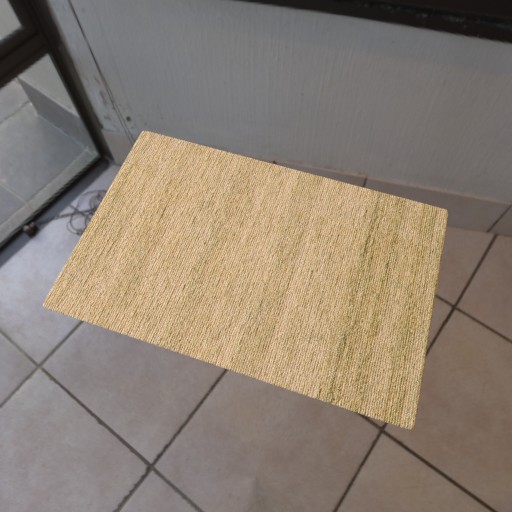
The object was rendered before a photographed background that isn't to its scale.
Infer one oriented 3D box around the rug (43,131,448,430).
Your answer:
[{"bbox_3d":[0.000,0.000,2.208,1.758,0.010,1.143,16,65,8],"label":"rug"}]
